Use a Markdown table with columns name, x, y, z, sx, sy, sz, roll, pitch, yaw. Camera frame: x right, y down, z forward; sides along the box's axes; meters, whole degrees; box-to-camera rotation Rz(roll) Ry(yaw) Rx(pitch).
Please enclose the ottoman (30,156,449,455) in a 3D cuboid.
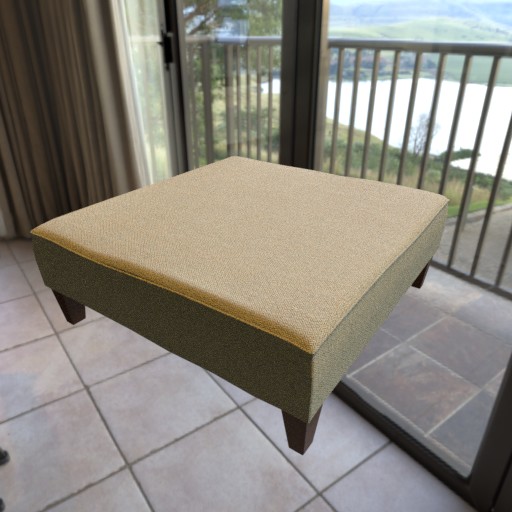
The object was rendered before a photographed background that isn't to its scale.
| name | x | y | z | sx | sy | sz | roll | pitch | yaw |
| --- | --- | --- | --- | --- | --- | --- | --- | --- | --- |
| ottoman | 0.000 | 0.000 | 1.503 | 0.968 | 0.379 | 1.004 | 18 | 33 | 31 |
